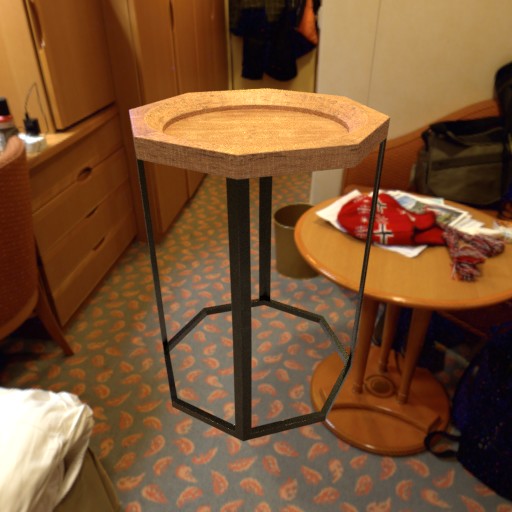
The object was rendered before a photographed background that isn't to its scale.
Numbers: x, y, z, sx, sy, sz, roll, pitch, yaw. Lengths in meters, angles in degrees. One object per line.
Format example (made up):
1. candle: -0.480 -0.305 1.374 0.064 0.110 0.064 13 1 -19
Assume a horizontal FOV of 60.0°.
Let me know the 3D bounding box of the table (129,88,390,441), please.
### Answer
1. table: 0.000 0.000 0.879 0.437 0.553 0.437 -22 37 -32
